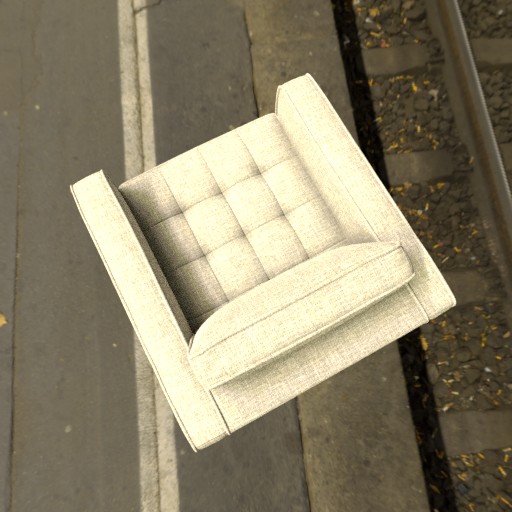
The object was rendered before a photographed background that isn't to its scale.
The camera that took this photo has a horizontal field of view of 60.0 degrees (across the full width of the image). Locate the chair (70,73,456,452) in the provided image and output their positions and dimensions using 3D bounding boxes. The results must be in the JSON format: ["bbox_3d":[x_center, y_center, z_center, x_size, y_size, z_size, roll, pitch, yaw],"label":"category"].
[{"bbox_3d":[0.000,0.000,1.532,0.889,0.765,0.914,-27,77,-7],"label":"chair"}]
